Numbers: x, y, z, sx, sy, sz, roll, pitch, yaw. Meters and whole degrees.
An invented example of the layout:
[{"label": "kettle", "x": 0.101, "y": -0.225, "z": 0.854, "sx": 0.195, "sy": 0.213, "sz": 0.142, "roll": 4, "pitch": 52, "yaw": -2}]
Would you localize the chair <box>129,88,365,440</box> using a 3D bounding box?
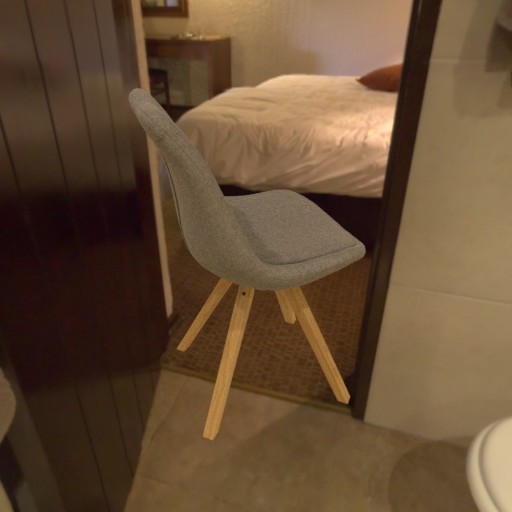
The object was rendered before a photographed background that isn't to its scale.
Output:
[{"label": "chair", "x": 0.000, "y": 0.000, "z": 1.222, "sx": 0.550, "sy": 0.865, "sz": 0.483, "roll": -10, "pitch": 31, "yaw": -17}]
